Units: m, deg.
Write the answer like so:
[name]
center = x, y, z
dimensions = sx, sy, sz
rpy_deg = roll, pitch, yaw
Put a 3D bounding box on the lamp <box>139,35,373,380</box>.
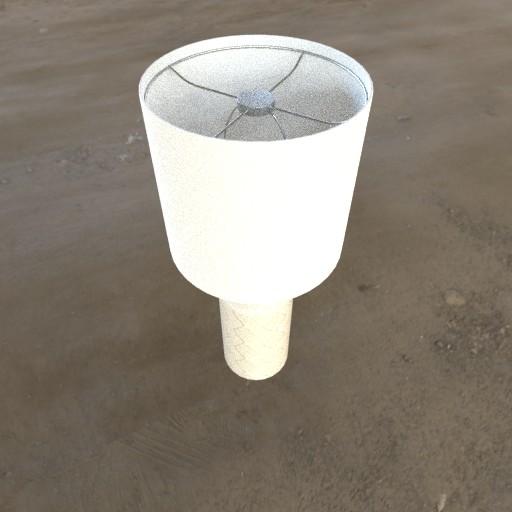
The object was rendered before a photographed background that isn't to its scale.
[lamp]
center = 0.000, 0.000, 0.563
dimensions = 0.207, 0.461, 0.207
rpy_deg = 23, 51, 20
